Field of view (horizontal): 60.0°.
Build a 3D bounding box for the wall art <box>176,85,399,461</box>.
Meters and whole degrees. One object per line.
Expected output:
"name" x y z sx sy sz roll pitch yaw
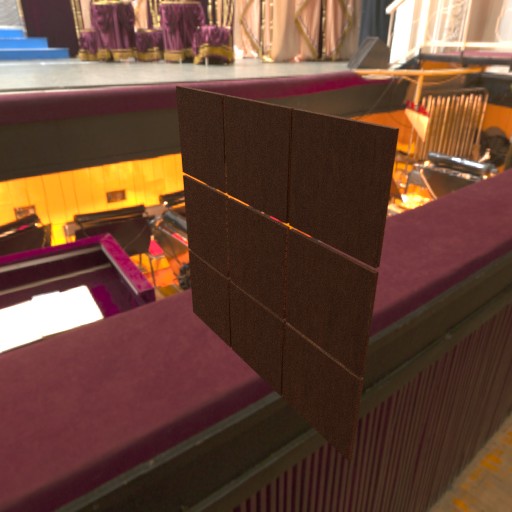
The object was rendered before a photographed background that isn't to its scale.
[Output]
"wall art" 0.000 0.000 1.373 0.013 0.914 0.915 -18 32 -31
